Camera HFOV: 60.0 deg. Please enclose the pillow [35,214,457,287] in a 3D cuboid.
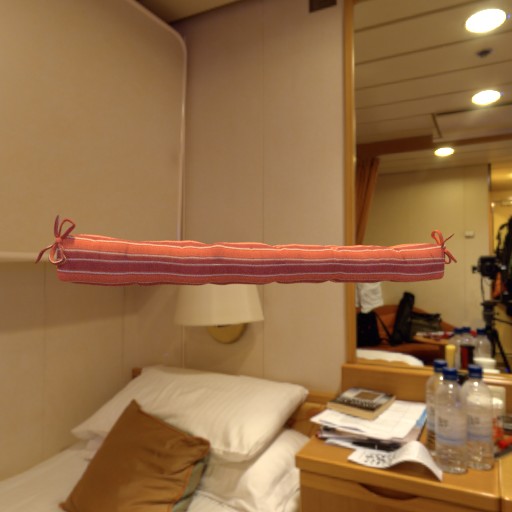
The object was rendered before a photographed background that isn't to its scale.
[{"bbox_3d":[0.000,0.000,1.374,1.194,0.174,0.511,1,-2,-19],"label":"pillow"}]
